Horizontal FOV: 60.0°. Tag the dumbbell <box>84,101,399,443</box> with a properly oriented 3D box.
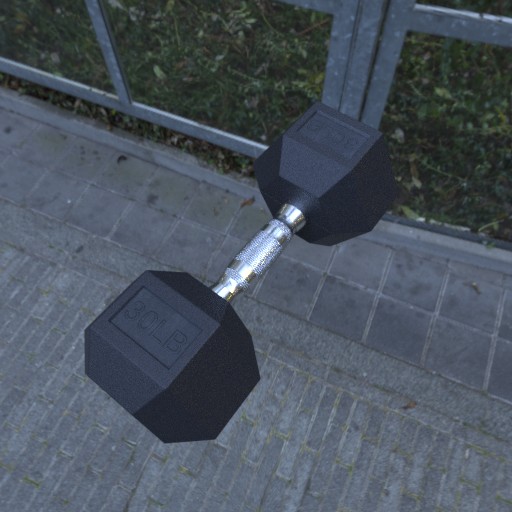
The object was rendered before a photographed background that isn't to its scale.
[{"bbox_3d":[0.000,0.000,0.407,0.142,0.123,0.337,33,65,18],"label":"dumbbell"}]
